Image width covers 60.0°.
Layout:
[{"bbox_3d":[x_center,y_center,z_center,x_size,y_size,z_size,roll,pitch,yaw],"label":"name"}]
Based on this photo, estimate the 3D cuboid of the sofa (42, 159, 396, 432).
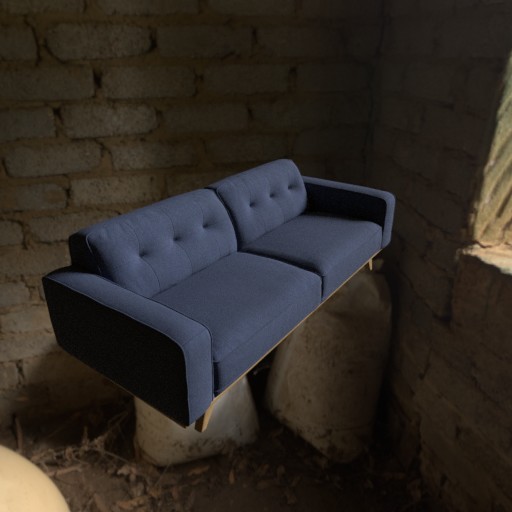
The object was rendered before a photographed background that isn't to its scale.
[{"bbox_3d":[0.000,0.000,2.746,0.953,0.782,2.270,17,31,32],"label":"sofa"}]
